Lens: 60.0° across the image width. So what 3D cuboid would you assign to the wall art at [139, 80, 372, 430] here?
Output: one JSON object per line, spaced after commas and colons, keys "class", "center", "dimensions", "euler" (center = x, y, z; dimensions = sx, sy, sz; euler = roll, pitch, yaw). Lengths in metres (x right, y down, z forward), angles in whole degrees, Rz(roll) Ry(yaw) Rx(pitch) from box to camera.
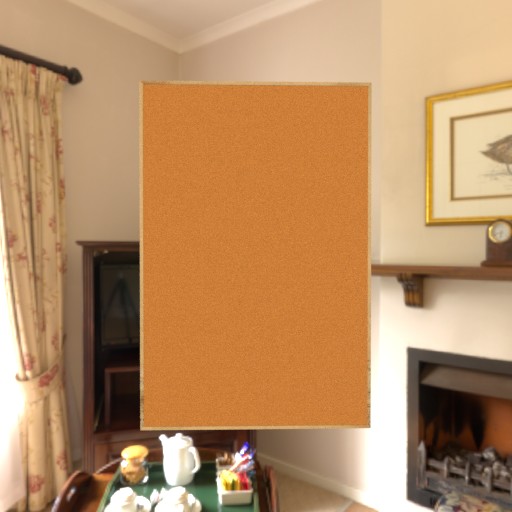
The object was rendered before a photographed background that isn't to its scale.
{"class": "wall art", "center": [0.000, 0.000, 0.992], "dimensions": [0.508, 0.764, 0.038], "euler": [0, 1, -1]}
